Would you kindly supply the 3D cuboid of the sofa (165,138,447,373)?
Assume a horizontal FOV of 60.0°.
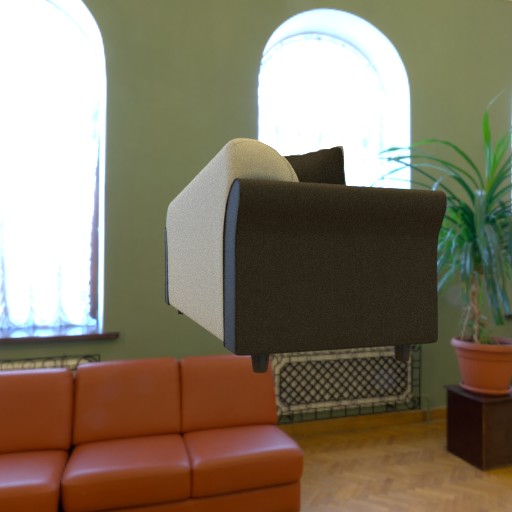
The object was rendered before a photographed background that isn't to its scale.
[{"bbox_3d":[0.000,0.000,2.371,0.755,0.787,2.001,0,-1,-18],"label":"sofa"}]
